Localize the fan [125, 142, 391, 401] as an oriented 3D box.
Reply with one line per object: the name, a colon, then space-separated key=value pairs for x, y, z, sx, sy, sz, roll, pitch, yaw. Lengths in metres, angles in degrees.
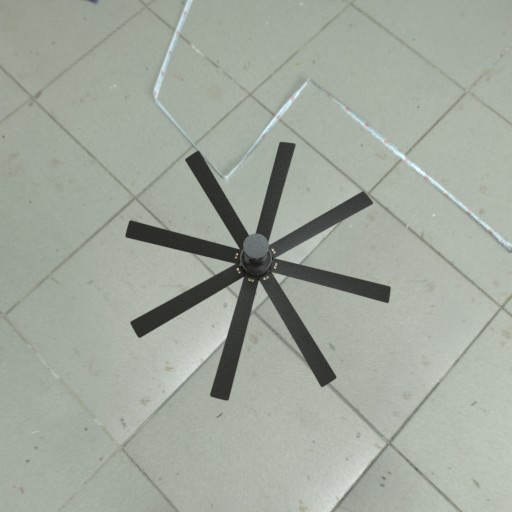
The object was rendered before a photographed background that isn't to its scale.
fan: x=0.000 y=0.000 z=2.858 sx=1.830 sy=0.472 sz=1.830 roll=14 pitch=76 yaw=4
